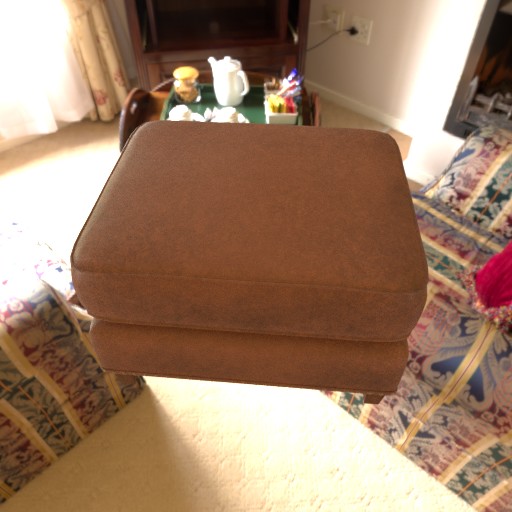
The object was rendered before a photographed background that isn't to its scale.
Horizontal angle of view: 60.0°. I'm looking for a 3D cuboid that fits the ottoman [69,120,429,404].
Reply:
[{"bbox_3d":[0.000,0.000,1.166,0.738,0.537,0.589,4,46,3],"label":"ottoman"}]
